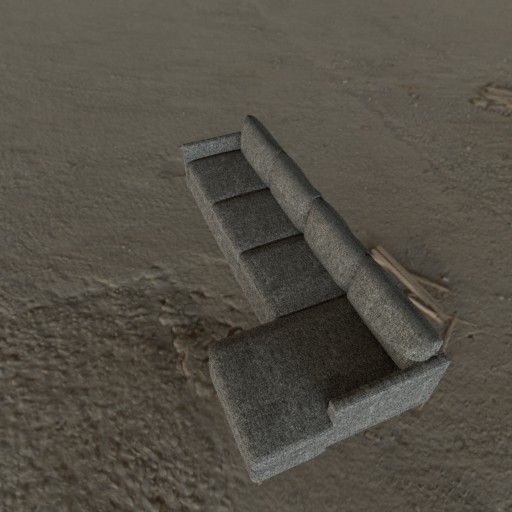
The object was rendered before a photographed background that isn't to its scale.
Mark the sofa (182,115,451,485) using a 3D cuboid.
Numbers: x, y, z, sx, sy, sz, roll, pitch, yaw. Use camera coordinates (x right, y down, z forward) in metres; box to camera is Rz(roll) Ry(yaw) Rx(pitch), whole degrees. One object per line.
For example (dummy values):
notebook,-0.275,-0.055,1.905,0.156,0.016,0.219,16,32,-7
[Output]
sofa,0.000,0.000,4.045,1.488,0.970,3.384,-17,48,-16
